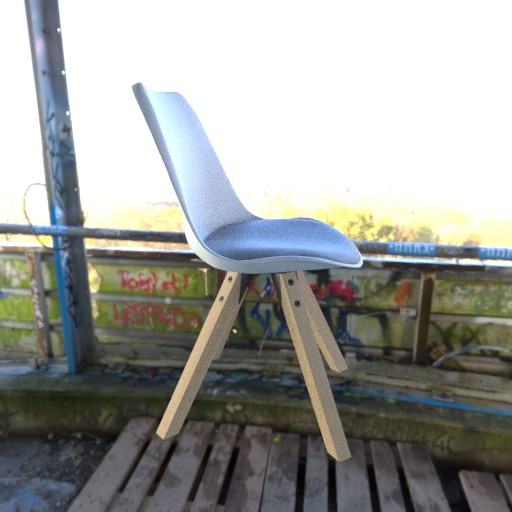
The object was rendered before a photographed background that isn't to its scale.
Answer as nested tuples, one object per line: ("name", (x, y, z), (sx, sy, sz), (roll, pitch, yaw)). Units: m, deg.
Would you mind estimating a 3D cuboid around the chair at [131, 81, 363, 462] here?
("chair", (0.000, 0.000, 1.173), (0.550, 0.850, 0.485), (3, 15, 10))
